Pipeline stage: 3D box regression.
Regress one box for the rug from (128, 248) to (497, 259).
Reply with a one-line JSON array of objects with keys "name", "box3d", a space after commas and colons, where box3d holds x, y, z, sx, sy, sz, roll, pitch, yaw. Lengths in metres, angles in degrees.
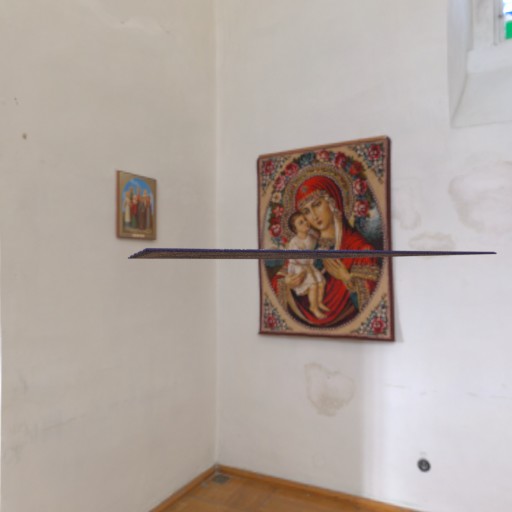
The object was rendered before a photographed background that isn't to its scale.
[{"name": "rug", "box3d": [0.000, 0.000, 2.193, 1.184, 0.012, 1.781, 0, -1, -17]}]
